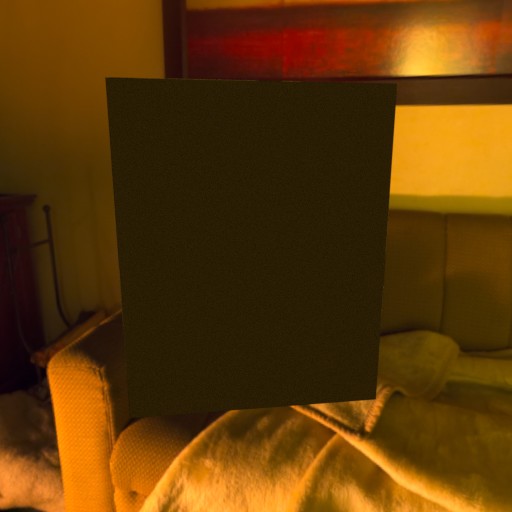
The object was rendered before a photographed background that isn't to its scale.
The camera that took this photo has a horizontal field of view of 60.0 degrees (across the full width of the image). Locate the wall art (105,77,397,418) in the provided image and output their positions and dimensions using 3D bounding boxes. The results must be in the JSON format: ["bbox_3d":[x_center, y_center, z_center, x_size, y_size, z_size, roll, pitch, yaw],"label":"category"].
[{"bbox_3d":[0.000,0.000,0.825,0.489,0.608,0.040,-2,13,-8],"label":"wall art"}]
